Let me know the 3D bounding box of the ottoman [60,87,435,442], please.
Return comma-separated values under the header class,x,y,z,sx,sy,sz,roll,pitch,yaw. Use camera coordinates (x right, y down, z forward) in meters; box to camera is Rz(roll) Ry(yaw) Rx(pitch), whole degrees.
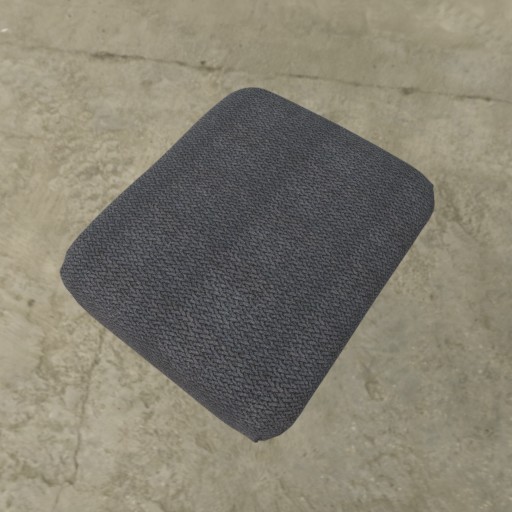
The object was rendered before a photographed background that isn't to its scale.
class,x,y,z,sx,sy,sz,roll,pitch,yaw
ottoman,0.000,0.000,1.148,0.622,0.450,0.747,33,67,16
